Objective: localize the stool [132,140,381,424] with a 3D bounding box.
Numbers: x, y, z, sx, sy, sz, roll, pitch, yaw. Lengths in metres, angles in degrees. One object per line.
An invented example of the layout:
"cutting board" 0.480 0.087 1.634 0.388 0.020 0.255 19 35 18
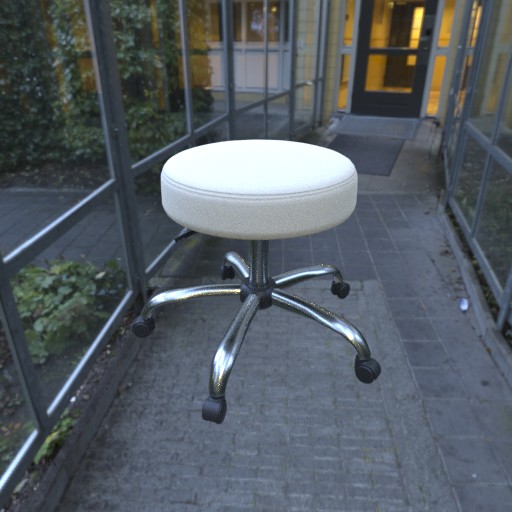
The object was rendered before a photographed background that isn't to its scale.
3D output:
"stool" 0.000 0.000 1.046 0.634 0.482 0.614 8 28 16
